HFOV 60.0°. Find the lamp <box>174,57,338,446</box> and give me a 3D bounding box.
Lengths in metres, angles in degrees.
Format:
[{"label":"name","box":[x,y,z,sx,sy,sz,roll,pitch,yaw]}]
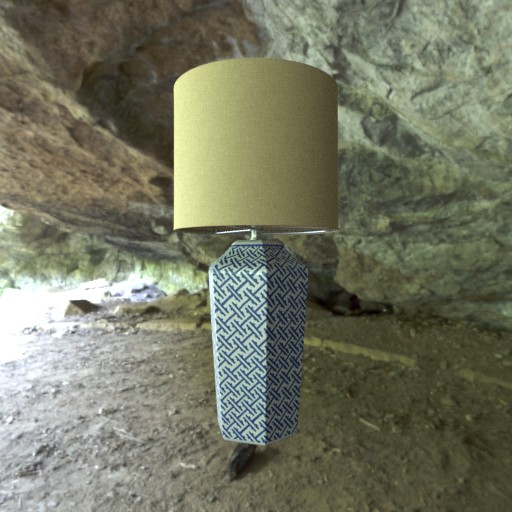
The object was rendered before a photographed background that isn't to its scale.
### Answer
[{"label":"lamp","box":[0.000,0.000,0.875,0.320,0.682,0.320,0,0,-36]}]
